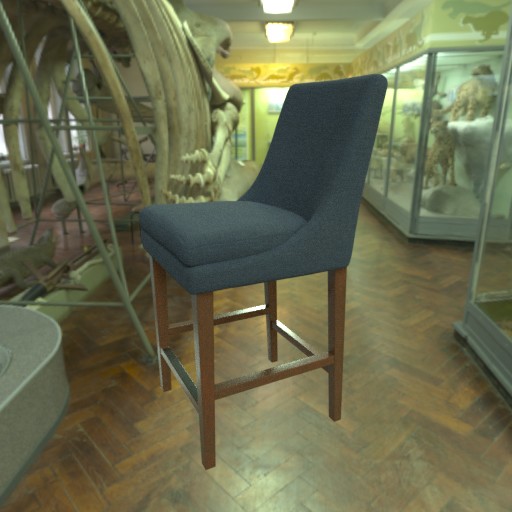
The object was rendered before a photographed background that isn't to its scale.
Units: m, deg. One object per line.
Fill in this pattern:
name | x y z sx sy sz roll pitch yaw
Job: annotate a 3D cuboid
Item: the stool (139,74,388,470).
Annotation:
stool | 0.000 0.000 1.297 0.577 0.981 0.470 -9 19 -26
